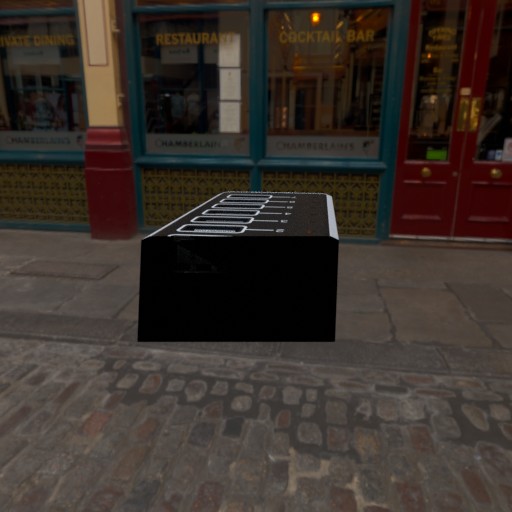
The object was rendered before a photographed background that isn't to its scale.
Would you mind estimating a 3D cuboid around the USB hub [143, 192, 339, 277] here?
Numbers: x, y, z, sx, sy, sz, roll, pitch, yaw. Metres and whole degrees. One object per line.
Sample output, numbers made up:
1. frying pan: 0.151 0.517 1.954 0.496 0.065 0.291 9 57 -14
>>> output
1. USB hub: 0.000 0.000 0.127 0.044 0.023 0.110 2 16 8
